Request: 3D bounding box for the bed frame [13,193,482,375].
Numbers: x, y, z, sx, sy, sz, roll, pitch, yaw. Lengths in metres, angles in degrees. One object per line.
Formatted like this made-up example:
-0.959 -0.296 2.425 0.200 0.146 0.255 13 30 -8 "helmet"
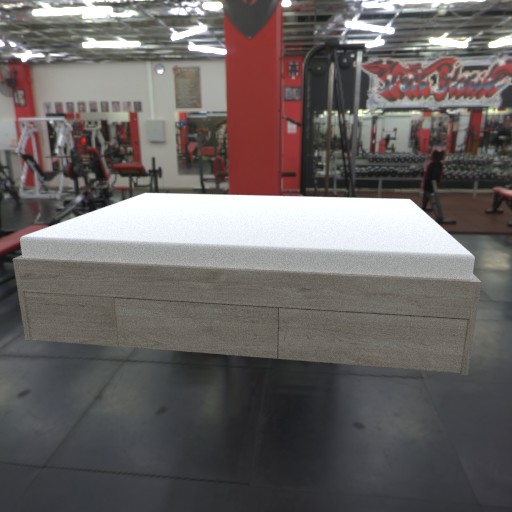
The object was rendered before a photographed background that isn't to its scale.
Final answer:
0.000 0.000 2.537 1.944 0.490 1.448 3 16 9 "bed frame"
